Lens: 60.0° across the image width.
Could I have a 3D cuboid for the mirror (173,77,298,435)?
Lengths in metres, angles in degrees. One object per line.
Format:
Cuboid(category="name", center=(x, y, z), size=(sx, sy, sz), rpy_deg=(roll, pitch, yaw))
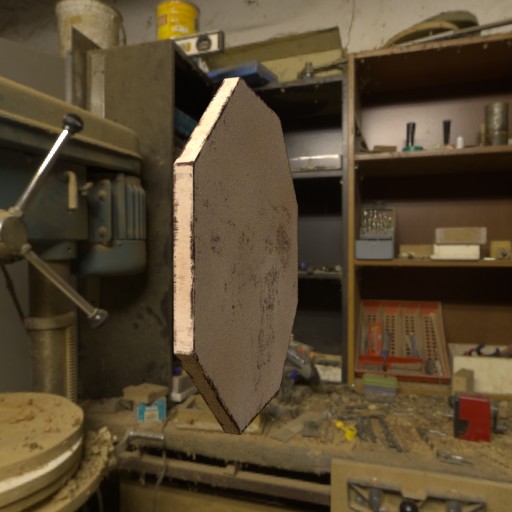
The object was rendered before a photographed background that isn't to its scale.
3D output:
Cuboid(category="mirror", center=(0.000, 0.000, 0.932), size=(0.031, 0.648, 0.648), rpy_deg=(0, 1, 18))
